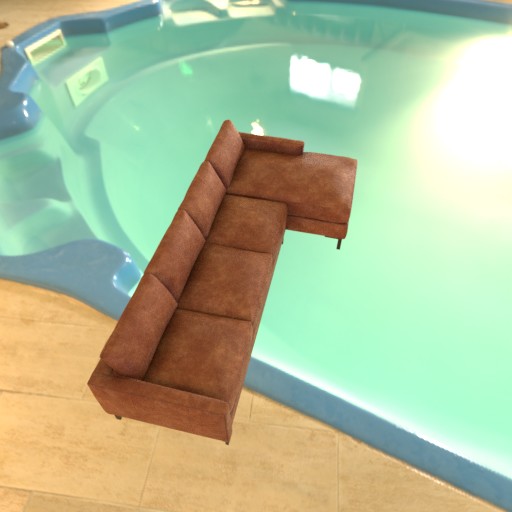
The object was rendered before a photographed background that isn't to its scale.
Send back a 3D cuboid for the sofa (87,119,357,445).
[{"bbox_3d":[0.000,0.000,3.759,1.471,0.859,2.993,10,49,9],"label":"sofa"}]
